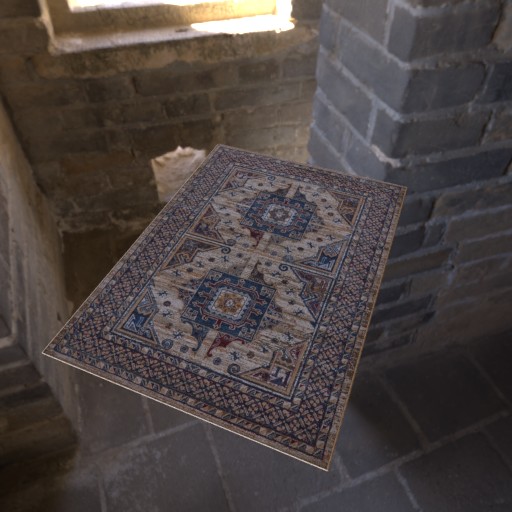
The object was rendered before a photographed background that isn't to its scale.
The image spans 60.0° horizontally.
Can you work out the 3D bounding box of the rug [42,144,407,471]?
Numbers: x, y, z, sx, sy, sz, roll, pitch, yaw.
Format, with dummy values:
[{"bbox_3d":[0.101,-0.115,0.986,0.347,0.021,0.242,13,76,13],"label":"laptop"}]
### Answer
[{"bbox_3d":[0.000,0.000,2.911,1.611,0.008,2.227,16,49,15],"label":"rug"}]
